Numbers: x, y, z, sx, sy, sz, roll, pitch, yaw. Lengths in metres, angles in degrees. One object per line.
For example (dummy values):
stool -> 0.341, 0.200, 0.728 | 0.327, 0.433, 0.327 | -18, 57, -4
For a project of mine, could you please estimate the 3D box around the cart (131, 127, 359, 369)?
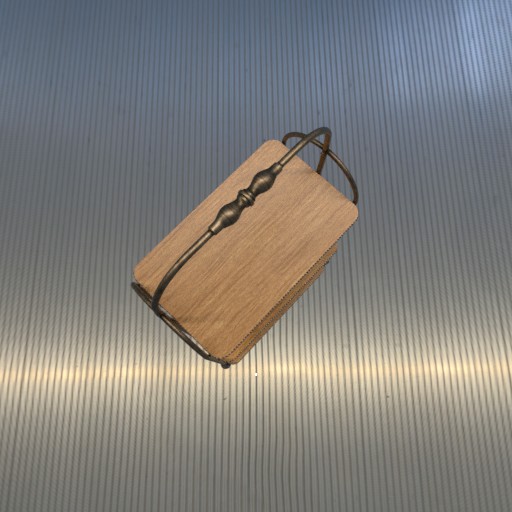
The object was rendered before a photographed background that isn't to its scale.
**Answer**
cart -> 0.000, 0.000, 1.353 | 0.330, 1.052, 0.650 | 43, 79, 10
